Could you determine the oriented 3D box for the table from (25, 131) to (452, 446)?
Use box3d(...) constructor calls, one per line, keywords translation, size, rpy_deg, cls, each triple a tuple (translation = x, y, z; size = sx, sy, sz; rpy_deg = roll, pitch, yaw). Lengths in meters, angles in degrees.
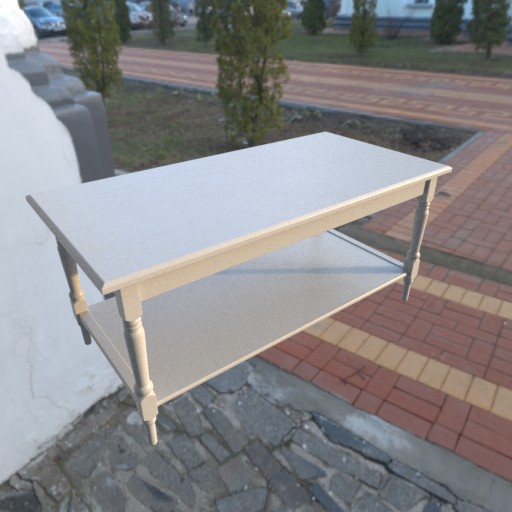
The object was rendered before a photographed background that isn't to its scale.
box3d(translation=(0.000, 0.000, 1.392), size=(1.109, 0.506, 0.551), rpy_deg=(-21, 36, -32), cls="table")
